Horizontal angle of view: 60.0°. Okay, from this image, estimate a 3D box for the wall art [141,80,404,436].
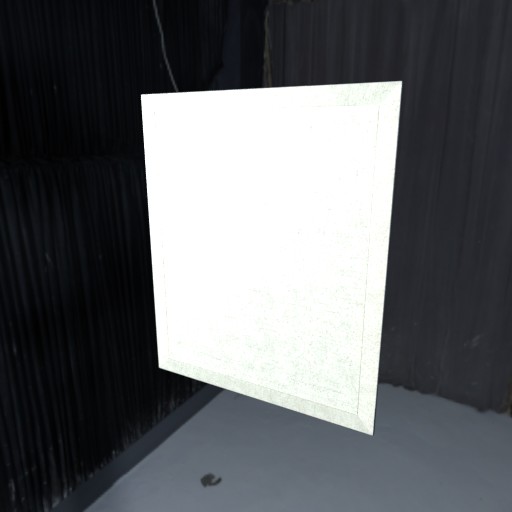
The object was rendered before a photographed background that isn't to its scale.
[{"bbox_3d":[0.000,0.000,0.646,0.381,0.457,0.023,8,18,28],"label":"wall art"}]
